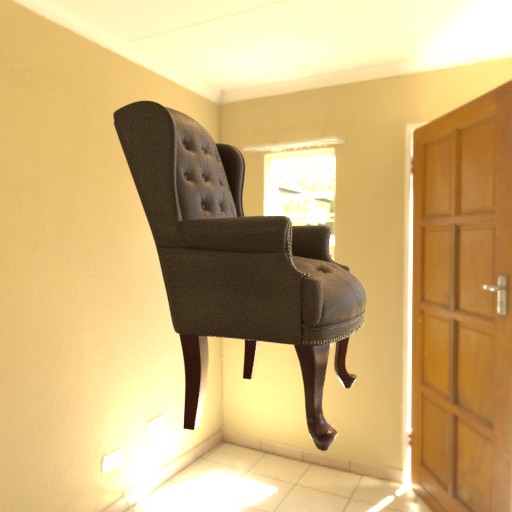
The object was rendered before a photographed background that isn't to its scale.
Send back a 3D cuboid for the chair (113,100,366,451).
[{"bbox_3d":[0.000,0.000,1.690,0.819,1.132,0.829,1,2,18],"label":"chair"}]
